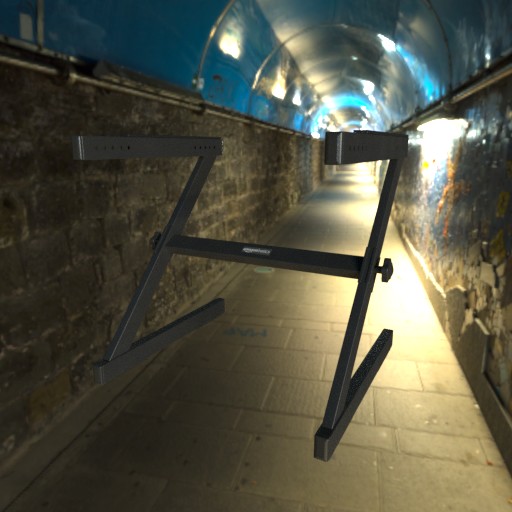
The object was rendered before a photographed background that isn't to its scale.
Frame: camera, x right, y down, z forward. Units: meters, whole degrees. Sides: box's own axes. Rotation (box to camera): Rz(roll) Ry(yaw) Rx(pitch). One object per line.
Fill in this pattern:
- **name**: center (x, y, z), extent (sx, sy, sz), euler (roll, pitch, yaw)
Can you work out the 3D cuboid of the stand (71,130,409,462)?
- **stand**: center (0.000, 0.000, 1.160), extent (0.700, 0.617, 0.586), euler (7, 16, 27)
